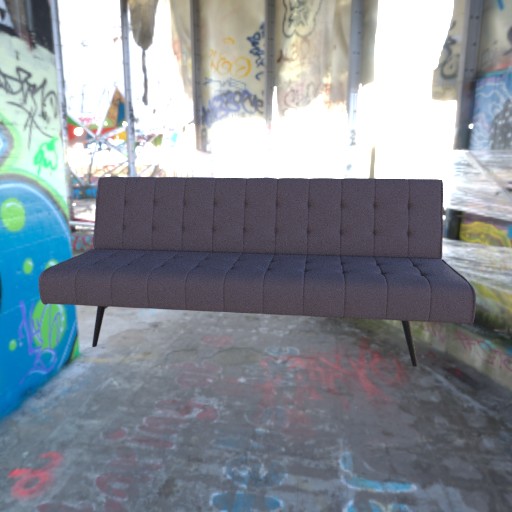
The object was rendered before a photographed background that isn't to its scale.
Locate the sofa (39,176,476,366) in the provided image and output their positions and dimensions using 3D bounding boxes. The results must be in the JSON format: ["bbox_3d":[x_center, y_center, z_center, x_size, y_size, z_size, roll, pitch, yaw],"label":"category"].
[{"bbox_3d":[0.000,0.000,2.052,1.703,0.699,0.747,2,13,8],"label":"sofa"}]
